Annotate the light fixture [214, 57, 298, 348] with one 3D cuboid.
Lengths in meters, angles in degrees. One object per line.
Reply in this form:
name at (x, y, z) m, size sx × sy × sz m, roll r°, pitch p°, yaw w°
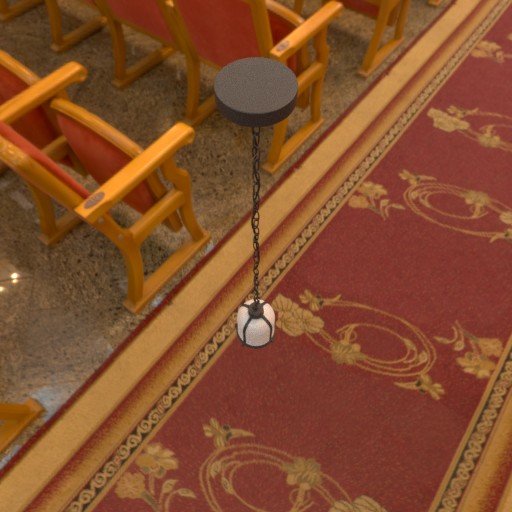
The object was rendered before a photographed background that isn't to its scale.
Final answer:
light fixture at (0.000, 0.000, 1.273) m, size 0.178 × 1.181 × 0.178 m, roll 34°, pitch 65°, yaw 18°
